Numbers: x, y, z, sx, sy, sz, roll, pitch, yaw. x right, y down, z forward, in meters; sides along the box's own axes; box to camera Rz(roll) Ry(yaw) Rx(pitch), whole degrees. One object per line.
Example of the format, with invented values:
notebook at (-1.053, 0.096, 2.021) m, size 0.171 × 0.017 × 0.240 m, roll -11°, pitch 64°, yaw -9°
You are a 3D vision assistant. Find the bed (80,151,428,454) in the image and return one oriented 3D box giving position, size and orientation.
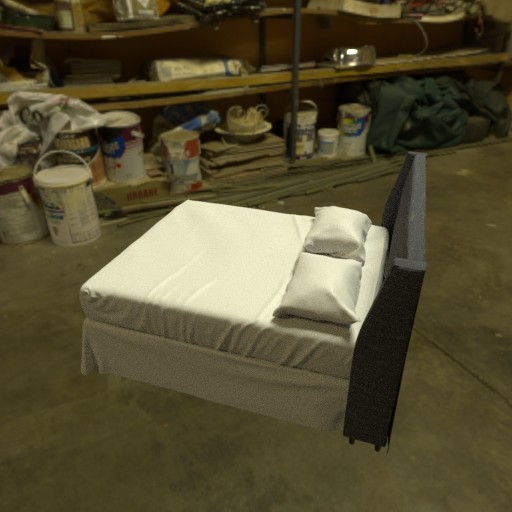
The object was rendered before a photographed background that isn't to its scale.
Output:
bed at (0.000, 0.000, 3.391) m, size 2.276 × 1.332 × 1.925 m, roll 9°, pitch 31°, yaw 16°
